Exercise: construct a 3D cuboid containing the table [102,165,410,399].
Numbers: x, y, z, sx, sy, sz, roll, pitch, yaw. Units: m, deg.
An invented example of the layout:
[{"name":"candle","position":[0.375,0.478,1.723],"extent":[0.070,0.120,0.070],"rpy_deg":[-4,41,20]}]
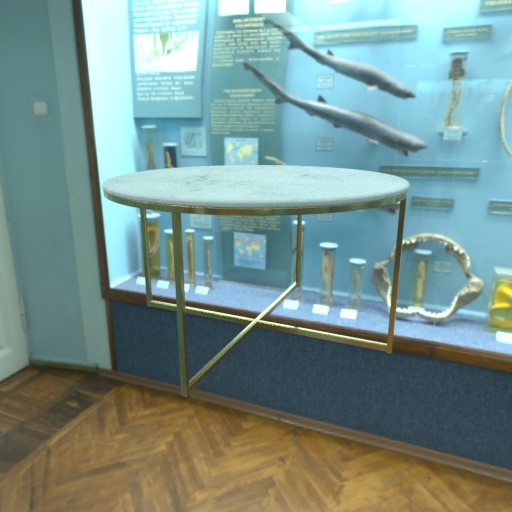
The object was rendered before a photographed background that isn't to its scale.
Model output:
[{"name":"table","position":[0.000,0.000,1.275],"extent":[0.800,0.450,0.800],"rpy_deg":[0,16,0]}]
